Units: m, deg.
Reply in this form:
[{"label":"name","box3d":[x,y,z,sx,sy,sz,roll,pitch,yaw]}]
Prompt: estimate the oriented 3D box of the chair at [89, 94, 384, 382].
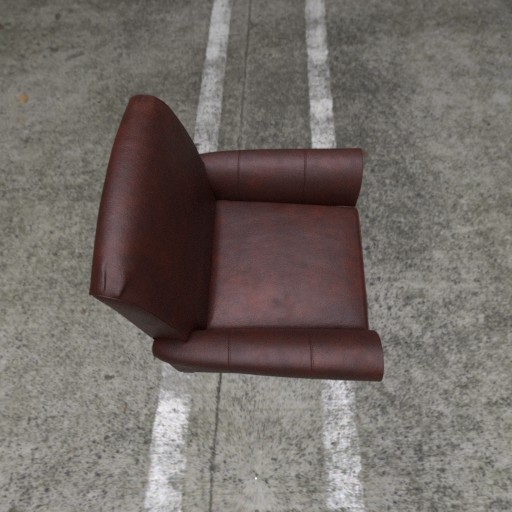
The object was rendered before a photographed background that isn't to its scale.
[{"label":"chair","box3d":[0.000,0.000,1.761,0.902,1.061,0.978,1,63,1]}]
